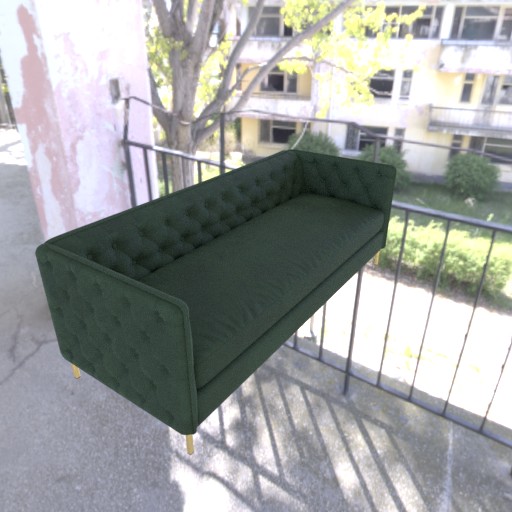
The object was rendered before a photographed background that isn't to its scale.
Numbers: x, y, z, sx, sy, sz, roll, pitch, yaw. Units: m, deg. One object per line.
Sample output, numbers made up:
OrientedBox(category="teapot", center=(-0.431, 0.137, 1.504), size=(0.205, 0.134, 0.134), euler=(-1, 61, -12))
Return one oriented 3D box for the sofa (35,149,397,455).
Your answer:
OrientedBox(category="sofa", center=(0.000, 0.000, 2.670), size=(0.895, 0.771, 2.209), euler=(18, 32, 31))
